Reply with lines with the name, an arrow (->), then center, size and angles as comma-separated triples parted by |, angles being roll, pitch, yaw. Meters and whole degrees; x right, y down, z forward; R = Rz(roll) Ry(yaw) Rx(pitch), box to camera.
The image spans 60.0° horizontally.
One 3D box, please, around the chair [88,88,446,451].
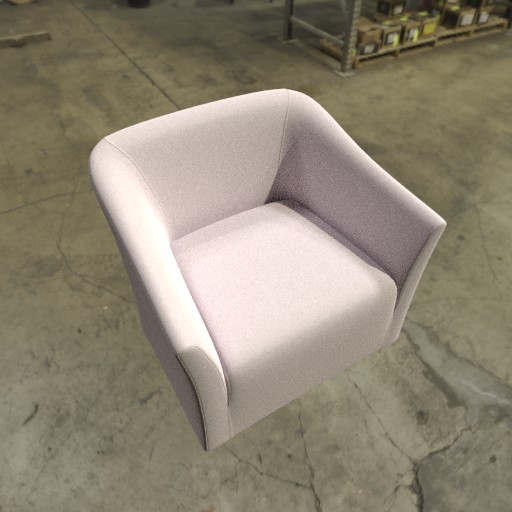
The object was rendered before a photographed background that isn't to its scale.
chair -> 0.000, 0.000, 1.388 | 0.790, 0.720, 0.700 | -23, 49, -22
